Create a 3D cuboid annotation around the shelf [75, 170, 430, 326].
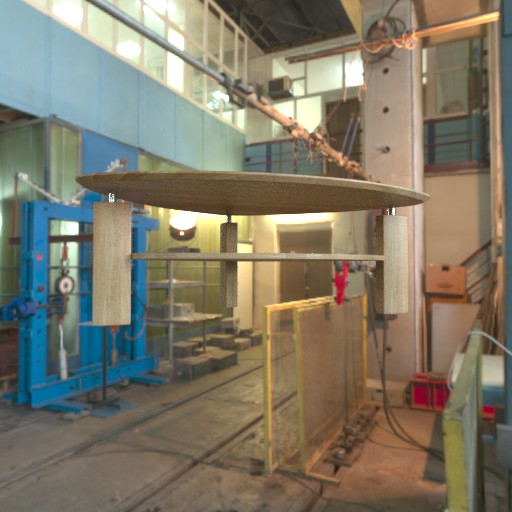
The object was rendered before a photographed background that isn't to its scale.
[{"bbox_3d":[0.000,0.000,1.660,1.240,0.439,0.863,0,-2,-19],"label":"shelf"}]
